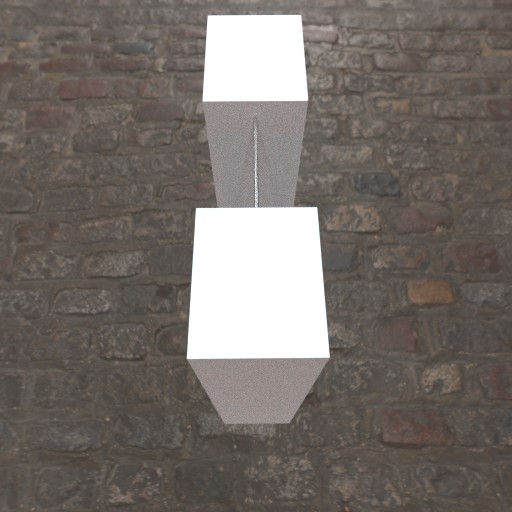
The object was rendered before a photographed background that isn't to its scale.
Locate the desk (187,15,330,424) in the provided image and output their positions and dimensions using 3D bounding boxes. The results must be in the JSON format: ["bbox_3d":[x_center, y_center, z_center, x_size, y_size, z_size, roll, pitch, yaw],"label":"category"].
[{"bbox_3d":[0.000,0.000,2.780,0.480,2.000,1.770,0,63,0],"label":"desk"}]
